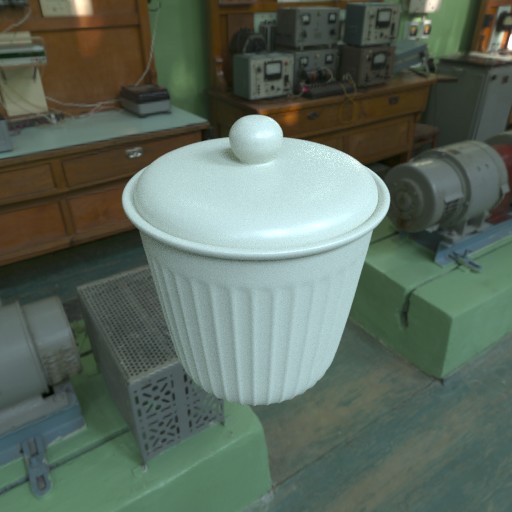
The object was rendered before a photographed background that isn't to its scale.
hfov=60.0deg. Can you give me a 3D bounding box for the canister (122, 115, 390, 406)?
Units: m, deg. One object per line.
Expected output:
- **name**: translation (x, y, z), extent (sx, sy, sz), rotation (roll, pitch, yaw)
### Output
- **canister**: translation (0.000, 0.000, 0.339), extent (0.181, 0.211, 0.181), rotation (0, 32, 0)
